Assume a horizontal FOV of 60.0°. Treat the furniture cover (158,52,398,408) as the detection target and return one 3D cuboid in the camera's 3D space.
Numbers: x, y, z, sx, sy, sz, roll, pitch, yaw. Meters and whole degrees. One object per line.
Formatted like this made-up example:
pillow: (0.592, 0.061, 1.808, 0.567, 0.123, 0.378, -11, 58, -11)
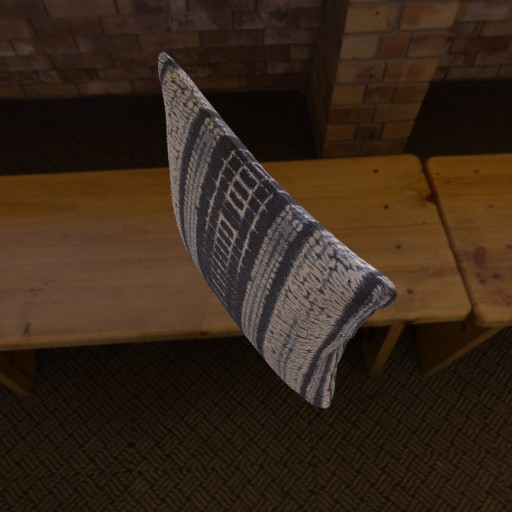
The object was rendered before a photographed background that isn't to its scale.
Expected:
furniture cover: (0.000, 0.000, 0.660, 0.133, 0.435, 0.425, -31, 64, -18)
